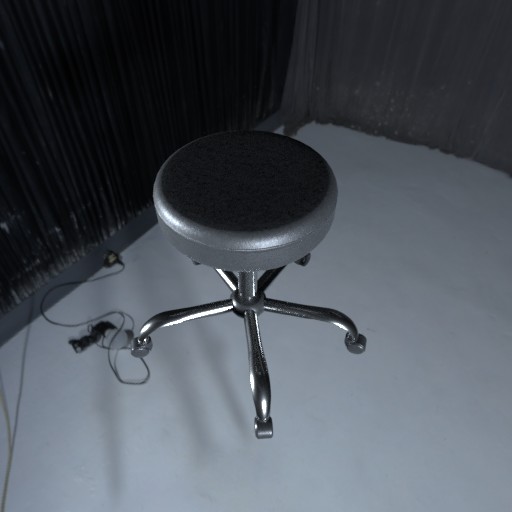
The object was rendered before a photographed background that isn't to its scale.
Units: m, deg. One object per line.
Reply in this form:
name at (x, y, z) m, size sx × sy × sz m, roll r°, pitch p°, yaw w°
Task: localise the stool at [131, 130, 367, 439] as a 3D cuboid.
stool at (0.000, 0.000, 1.188) m, size 0.673 × 0.576 × 0.638 m, roll 26°, pitch 52°, yaw 23°
